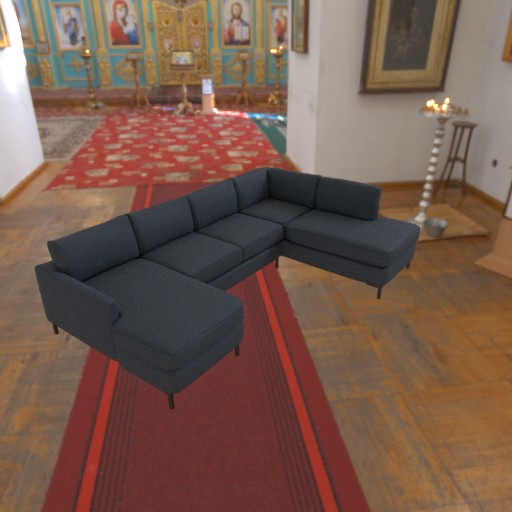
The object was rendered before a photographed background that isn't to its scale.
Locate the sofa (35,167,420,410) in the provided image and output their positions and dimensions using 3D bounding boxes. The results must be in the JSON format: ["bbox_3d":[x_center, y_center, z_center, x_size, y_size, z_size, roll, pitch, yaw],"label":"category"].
[{"bbox_3d":[0.000,0.000,3.932,1.984,0.858,2.975,18,31,33],"label":"sofa"}]
